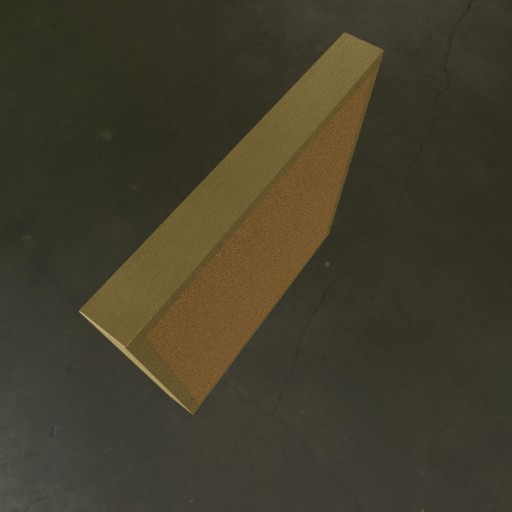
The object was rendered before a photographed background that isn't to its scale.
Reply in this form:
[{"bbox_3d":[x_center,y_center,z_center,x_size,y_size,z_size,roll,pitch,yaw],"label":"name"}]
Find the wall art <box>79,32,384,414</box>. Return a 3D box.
[{"bbox_3d":[0.000,0.000,0.448,0.038,0.305,0.305,33,68,15],"label":"wall art"}]
